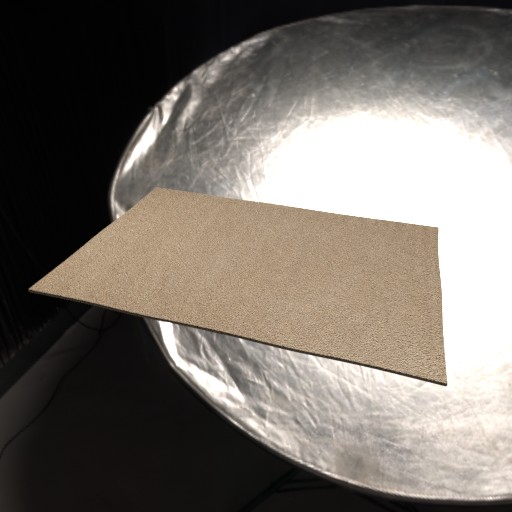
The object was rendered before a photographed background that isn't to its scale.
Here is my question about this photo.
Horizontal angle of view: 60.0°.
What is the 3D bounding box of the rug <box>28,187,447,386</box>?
[{"bbox_3d":[0.000,0.000,3.408,2.699,0.025,1.800,10,34,15],"label":"rug"}]
